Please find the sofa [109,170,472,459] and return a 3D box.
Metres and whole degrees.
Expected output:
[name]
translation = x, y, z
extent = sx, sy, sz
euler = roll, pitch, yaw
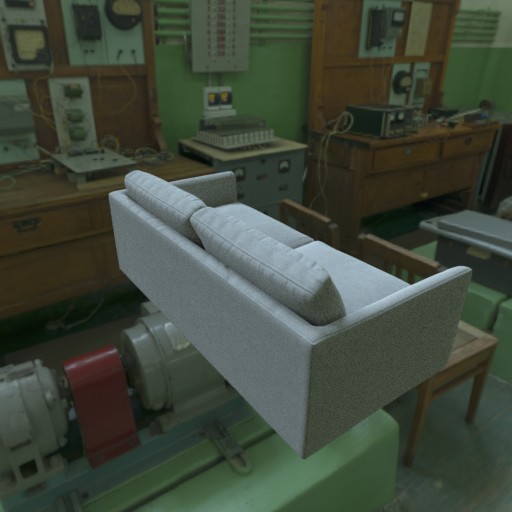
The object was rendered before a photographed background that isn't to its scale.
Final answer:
[sofa]
translation = 0.000, 0.000, 2.836
extent = 1.090, 0.838, 2.588
euler = -18, 31, -32
